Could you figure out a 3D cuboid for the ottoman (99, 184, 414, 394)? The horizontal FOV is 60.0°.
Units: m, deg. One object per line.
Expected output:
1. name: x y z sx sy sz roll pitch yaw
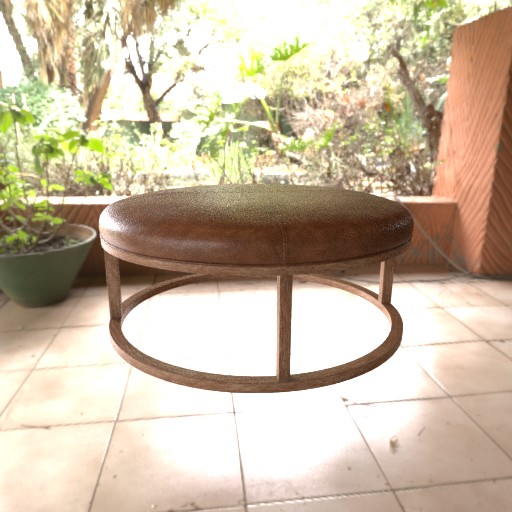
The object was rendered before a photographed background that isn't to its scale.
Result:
1. ottoman: 0.000 0.000 1.523 1.006 0.445 1.006 0 15 0
